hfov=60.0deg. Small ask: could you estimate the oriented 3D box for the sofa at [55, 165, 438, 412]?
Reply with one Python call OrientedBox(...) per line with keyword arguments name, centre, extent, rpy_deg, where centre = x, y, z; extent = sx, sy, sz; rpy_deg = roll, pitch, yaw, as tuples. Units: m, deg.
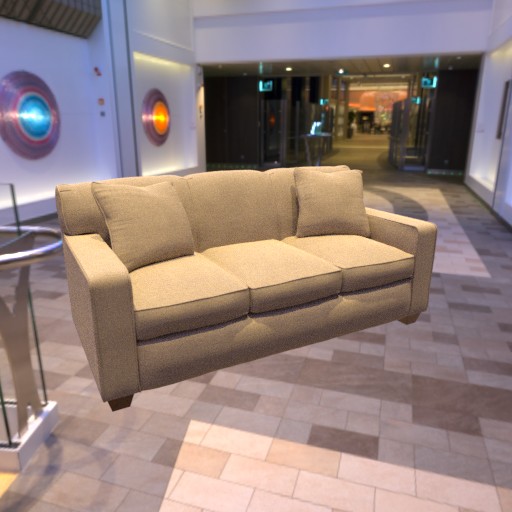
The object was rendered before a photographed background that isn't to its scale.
OrientedBox(name="sofa", centre=(0.000, 0.000, 2.630), extent=(2.024, 0.958, 0.997), rpy_deg=(-9, 19, -27))
